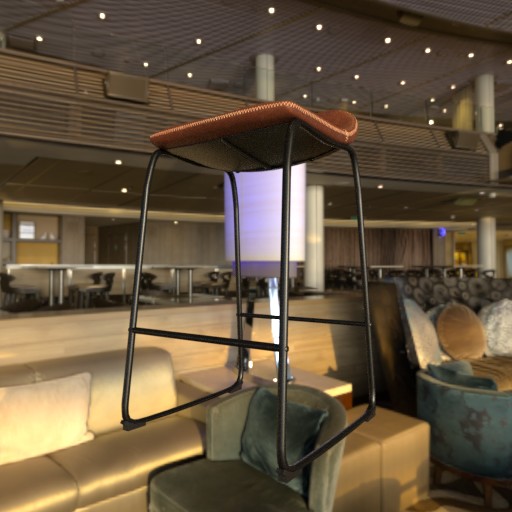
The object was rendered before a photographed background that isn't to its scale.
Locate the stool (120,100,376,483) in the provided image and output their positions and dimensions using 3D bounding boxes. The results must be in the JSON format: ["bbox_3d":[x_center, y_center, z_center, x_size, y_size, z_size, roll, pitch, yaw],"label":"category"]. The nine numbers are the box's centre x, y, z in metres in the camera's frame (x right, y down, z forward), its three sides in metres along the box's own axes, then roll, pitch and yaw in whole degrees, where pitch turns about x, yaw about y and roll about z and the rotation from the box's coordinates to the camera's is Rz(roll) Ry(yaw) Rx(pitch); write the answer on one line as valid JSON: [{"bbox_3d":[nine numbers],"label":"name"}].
[{"bbox_3d":[0.000,0.000,1.115,0.454,0.830,0.473,-1,-2,35],"label":"stool"}]
